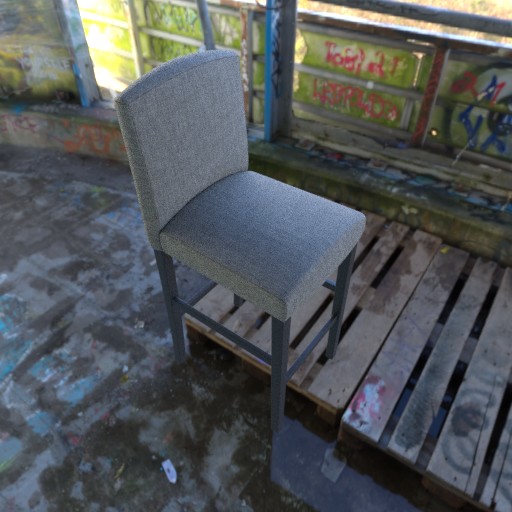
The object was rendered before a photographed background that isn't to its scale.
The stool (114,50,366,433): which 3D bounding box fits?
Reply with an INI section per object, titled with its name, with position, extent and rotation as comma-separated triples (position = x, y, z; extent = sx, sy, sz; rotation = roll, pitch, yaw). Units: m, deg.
[stool]
position = 0.000, 0.000, 1.441
extent = 0.552, 1.138, 0.451
rotation = 27, 49, 26
